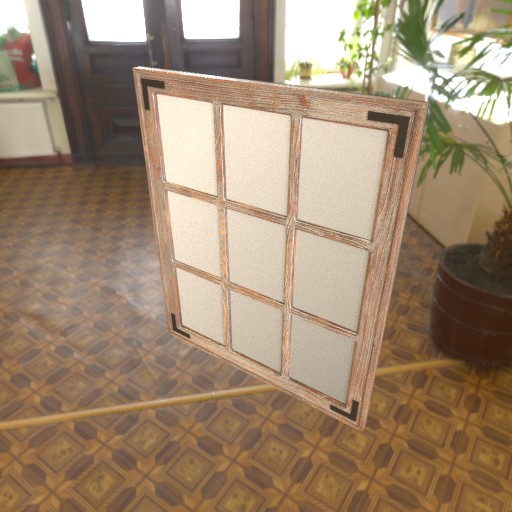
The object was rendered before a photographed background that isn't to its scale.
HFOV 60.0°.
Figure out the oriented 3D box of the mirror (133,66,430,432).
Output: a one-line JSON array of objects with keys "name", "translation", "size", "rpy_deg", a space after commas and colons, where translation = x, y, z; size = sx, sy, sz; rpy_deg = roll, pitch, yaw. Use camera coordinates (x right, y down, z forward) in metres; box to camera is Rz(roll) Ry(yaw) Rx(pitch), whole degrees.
[{"name": "mirror", "translation": [0.000, 0.000, 1.188], "size": [0.730, 0.882, 0.032], "rpy_deg": [19, 36, 28]}]
